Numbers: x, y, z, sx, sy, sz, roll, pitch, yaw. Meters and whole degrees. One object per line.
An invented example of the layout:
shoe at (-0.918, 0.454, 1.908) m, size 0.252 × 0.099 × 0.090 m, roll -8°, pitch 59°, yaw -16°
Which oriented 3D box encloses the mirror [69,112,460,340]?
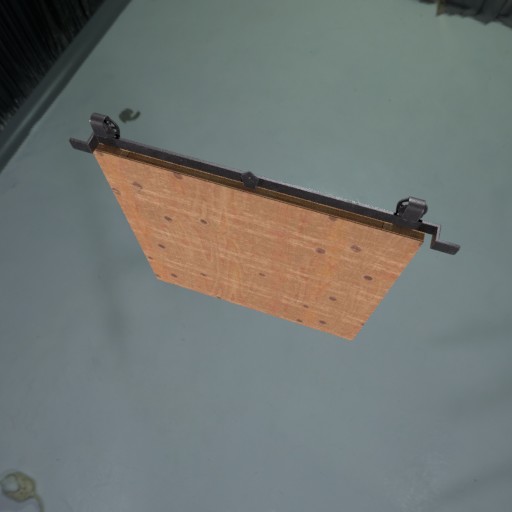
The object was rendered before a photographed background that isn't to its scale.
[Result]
mirror at (0.000, 0.000, 1.184) m, size 0.805 × 0.800 × 0.054 m, roll 17°, pitch 65°, yaw 8°
